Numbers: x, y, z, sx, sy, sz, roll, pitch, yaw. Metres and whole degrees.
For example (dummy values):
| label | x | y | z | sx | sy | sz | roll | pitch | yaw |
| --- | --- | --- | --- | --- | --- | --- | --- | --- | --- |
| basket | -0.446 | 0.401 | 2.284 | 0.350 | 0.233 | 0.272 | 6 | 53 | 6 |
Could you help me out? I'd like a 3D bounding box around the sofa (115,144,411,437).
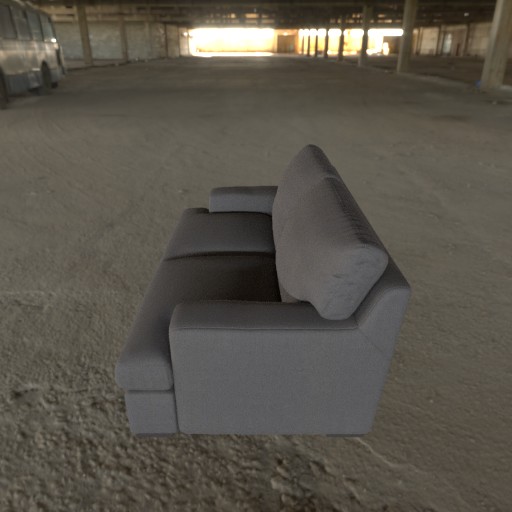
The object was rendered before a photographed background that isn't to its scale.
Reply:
| label | x | y | z | sx | sy | sz | roll | pitch | yaw |
| --- | --- | --- | --- | --- | --- | --- | --- | --- | --- |
| sofa | 0.000 | 0.000 | 2.531 | 1.143 | 0.940 | 1.880 | 0 | 26 | 0 |
